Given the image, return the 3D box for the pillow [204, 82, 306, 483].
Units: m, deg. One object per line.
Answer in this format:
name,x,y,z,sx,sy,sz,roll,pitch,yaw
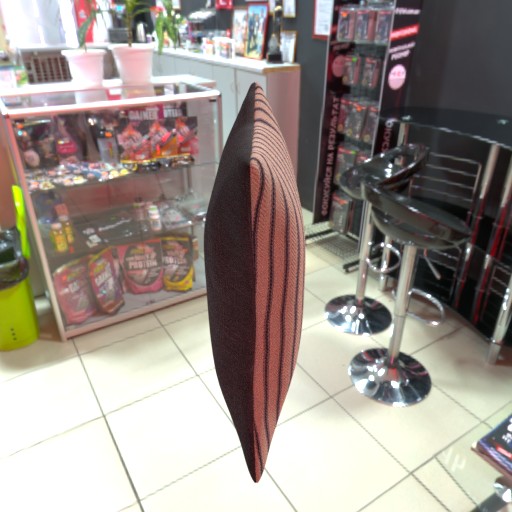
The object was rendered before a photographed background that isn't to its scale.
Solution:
pillow,0.000,0.000,0.686,0.138,0.444,0.468,0,29,0
